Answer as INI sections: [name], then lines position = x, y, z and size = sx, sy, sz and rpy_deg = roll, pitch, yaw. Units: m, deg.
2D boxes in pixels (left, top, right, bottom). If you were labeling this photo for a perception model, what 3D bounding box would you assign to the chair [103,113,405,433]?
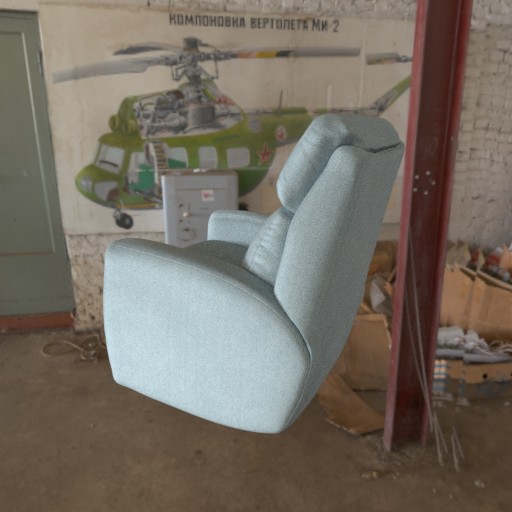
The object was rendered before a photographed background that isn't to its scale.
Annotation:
[chair]
position = 0.000, 0.000, 1.672
size = 0.940, 1.016, 0.794
rpy_deg = 8, 18, 25
